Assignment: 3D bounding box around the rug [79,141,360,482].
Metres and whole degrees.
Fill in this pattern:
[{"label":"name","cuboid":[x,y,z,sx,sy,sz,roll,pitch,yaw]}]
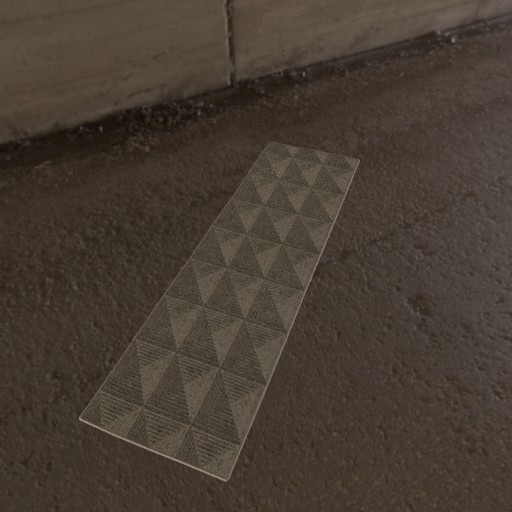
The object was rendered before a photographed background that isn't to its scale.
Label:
[{"label":"rug","cuboid":[0.000,0.000,2.365,0.645,0.015,2.182,16,48,15]}]
